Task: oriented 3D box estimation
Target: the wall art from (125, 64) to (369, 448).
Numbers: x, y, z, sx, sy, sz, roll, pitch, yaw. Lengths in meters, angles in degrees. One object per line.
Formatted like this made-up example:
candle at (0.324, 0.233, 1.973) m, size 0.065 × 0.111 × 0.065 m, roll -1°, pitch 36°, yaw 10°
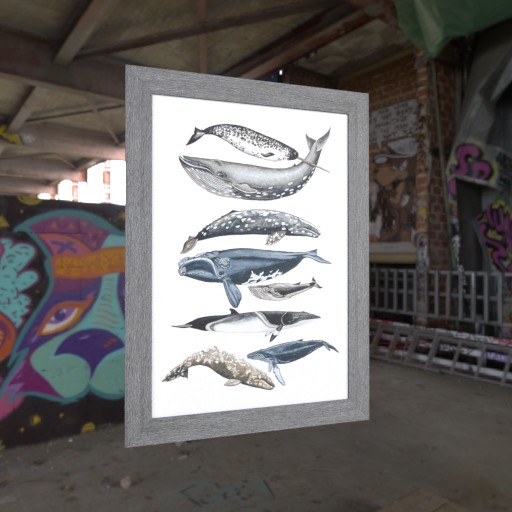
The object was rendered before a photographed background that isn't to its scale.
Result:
wall art at (0.000, 0.000, 1.355) m, size 0.768 × 1.070 × 0.020 m, roll 0°, pitch 0°, yaw -17°
